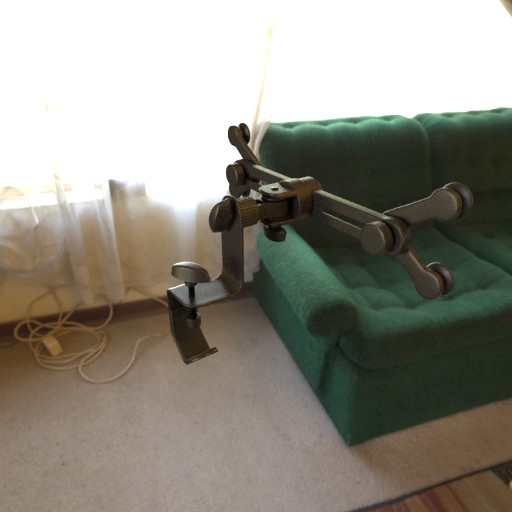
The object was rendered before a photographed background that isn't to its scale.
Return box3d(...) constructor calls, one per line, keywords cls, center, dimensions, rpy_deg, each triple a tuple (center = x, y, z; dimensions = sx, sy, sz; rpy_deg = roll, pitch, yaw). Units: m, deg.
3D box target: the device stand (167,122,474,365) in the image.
box3d(cls="device stand", center=(0.000, 0.000, 0.371), dimensions=(0.142, 0.166, 0.270), rpy_deg=(-18, 32, -31))
